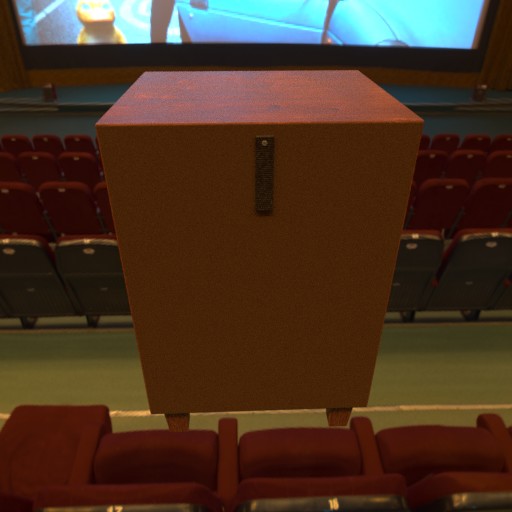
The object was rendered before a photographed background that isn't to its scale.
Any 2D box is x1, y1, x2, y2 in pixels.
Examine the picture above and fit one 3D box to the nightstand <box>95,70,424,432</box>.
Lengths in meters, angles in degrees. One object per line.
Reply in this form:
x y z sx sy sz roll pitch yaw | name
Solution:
0.000 0.000 0.977 0.465 0.695 0.410 -1 32 -2 | nightstand
